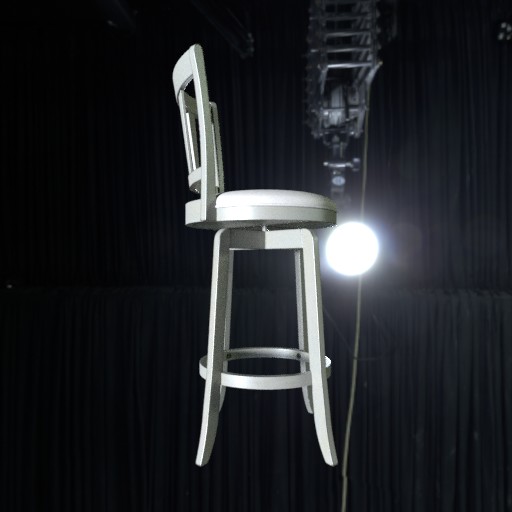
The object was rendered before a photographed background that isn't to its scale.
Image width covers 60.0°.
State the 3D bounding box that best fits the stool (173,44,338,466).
[{"bbox_3d":[0.000,0.000,1.297,0.475,1.042,0.436,0,0,0],"label":"stool"}]
